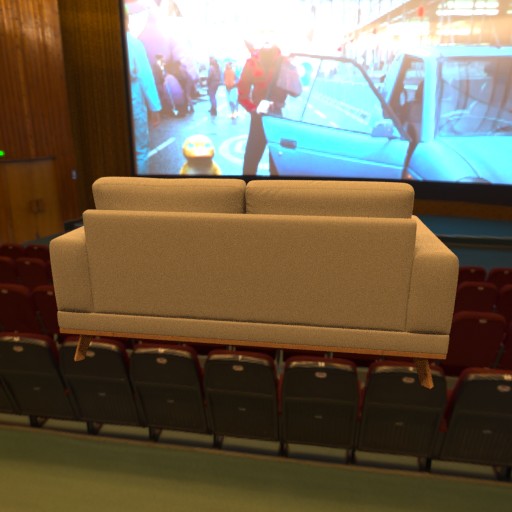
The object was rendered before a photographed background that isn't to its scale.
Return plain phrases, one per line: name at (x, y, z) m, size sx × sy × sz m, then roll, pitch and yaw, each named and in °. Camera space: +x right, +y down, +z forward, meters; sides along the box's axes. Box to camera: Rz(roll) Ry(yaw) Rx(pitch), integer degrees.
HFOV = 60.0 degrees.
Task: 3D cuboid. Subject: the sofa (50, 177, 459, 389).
sofa at (0.000, 0.000, 2.160) m, size 1.651 × 0.810 × 0.915 m, roll 2°, pitch 17°, yaw 8°
